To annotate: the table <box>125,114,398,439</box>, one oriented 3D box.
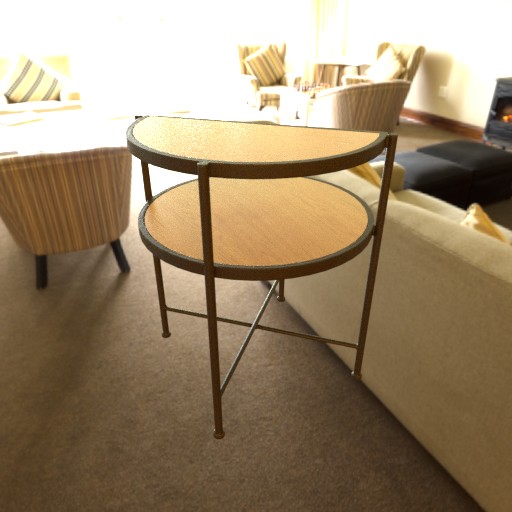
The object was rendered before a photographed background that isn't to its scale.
[{"bbox_3d":[0.000,0.000,1.168,0.629,0.684,0.628,9,31,15],"label":"table"}]
